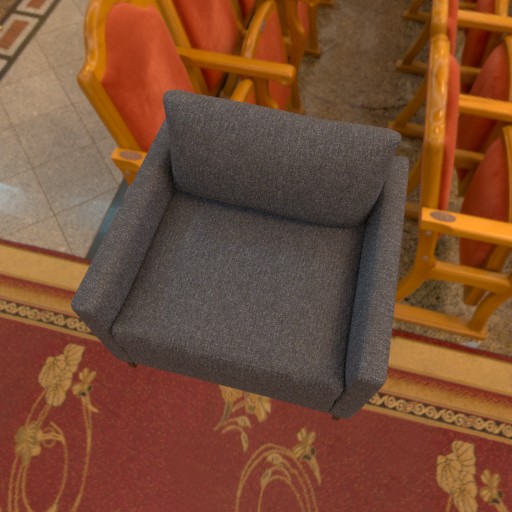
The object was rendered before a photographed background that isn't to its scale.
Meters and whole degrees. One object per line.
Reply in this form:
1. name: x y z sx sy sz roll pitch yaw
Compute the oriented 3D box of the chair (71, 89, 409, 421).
1. chair: 0.000 0.000 1.614 0.963 0.861 0.866 12 60 7
